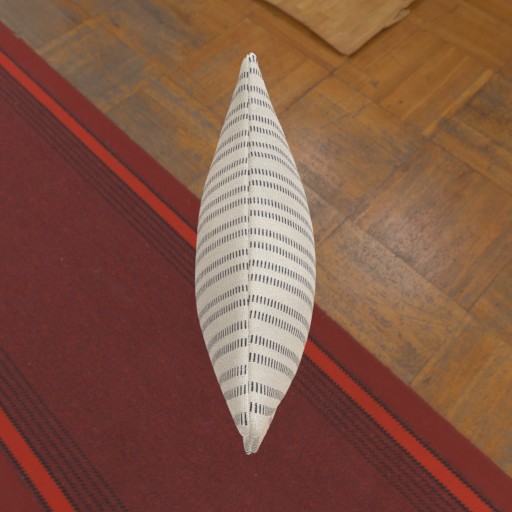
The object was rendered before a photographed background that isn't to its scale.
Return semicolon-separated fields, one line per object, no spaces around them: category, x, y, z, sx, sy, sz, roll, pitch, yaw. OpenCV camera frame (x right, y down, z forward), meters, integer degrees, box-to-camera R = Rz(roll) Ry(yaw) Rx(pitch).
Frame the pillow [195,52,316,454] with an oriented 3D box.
pillow;0.000;0.000;0.798;0.210;0.353;0.640;0;64;0
